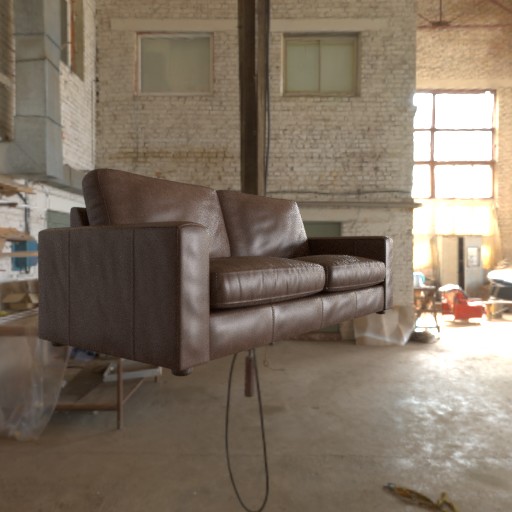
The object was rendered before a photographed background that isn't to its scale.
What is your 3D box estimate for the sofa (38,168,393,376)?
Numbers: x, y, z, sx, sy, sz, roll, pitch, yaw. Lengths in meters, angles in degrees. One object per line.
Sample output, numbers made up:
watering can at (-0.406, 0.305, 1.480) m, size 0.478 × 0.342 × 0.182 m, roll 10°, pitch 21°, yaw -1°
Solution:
sofa at (0.000, 0.000, 2.706) m, size 1.016 × 0.873 × 2.179 m, roll 0°, pitch 1°, yaw 37°
